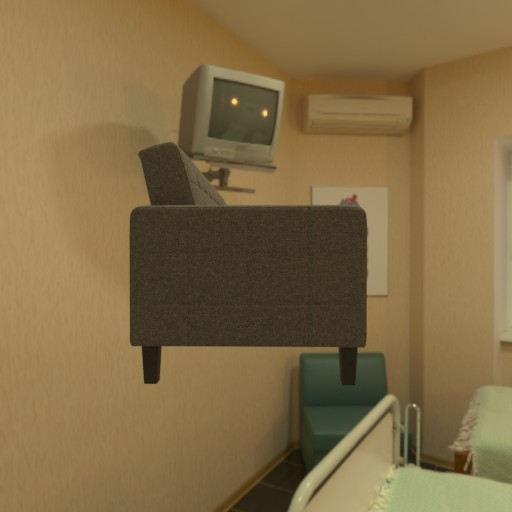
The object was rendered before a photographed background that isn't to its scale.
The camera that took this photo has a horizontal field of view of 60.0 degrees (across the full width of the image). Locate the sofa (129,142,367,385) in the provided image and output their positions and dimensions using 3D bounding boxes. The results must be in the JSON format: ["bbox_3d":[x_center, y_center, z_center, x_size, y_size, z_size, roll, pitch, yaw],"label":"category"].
[{"bbox_3d":[0.000,0.000,2.464,0.810,0.850,2.040,0,1,1],"label":"sofa"}]
